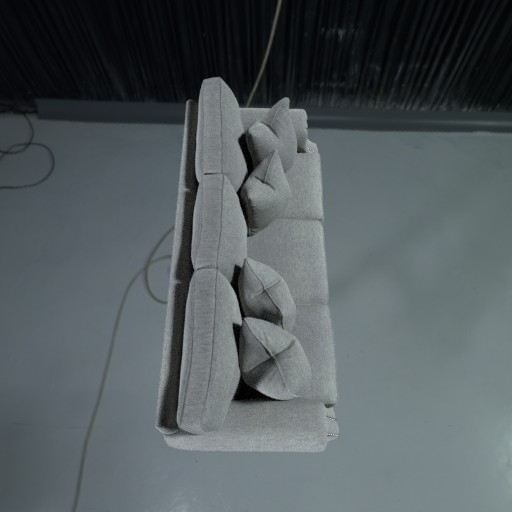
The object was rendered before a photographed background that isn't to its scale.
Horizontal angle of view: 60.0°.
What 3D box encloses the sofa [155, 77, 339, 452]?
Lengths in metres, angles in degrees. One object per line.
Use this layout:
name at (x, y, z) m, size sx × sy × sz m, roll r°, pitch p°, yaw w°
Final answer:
sofa at (0.000, 0.000, 2.846) m, size 0.965 × 0.975 × 2.312 m, roll 0°, pitch 64°, yaw 0°
